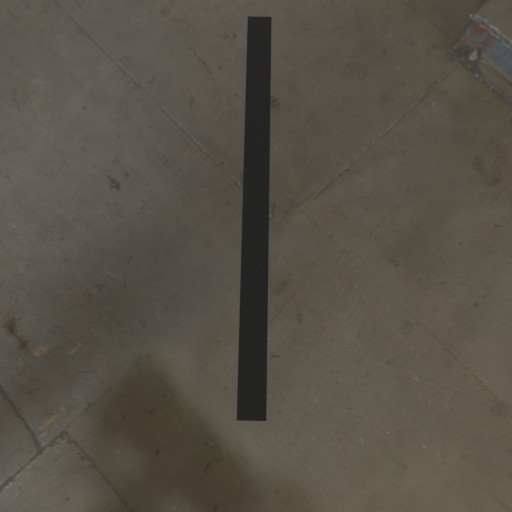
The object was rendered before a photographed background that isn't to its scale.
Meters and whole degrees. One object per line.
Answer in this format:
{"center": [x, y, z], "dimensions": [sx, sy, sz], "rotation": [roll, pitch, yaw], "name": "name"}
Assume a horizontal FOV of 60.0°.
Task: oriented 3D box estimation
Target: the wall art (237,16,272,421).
{"center": [0.000, 0.000, 0.750], "dimensions": [0.029, 0.559, 0.457], "rotation": [1, 77, 0], "name": "wall art"}
